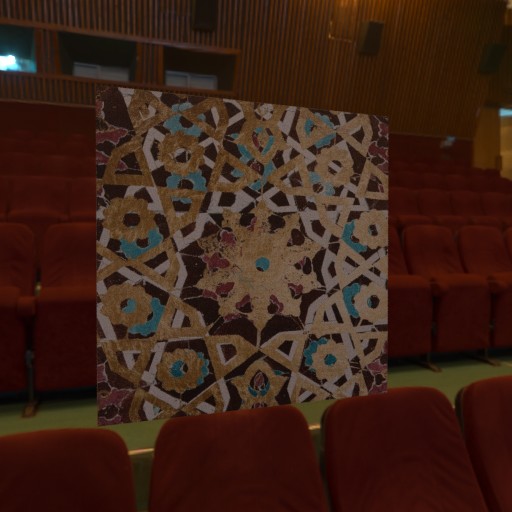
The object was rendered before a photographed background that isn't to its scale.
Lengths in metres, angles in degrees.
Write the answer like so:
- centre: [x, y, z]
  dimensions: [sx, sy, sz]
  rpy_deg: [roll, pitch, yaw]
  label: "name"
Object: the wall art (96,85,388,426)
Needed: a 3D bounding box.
- centre: [0.000, 0.000, 1.119]
  dimensions: [0.757, 0.762, 0.028]
  rpy_deg: [0, 1, -18]
  label: "wall art"
